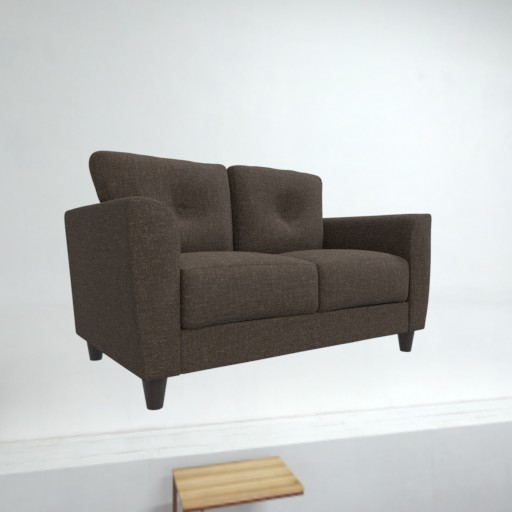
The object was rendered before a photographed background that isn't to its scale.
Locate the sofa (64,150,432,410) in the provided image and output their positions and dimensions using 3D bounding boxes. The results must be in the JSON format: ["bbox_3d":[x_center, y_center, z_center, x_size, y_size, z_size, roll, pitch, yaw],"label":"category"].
[{"bbox_3d":[0.000,0.000,1.961,1.423,0.885,0.851,-1,2,-35],"label":"sofa"}]
